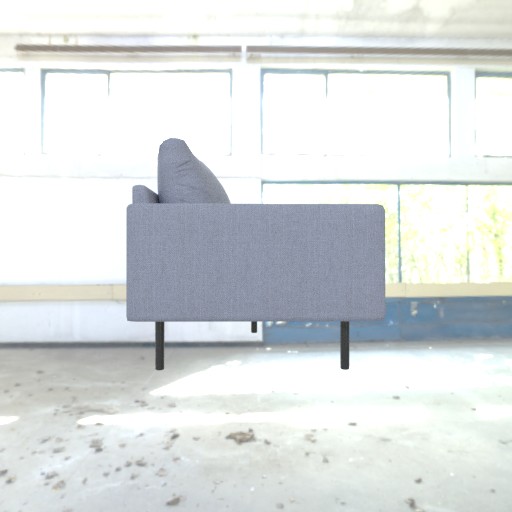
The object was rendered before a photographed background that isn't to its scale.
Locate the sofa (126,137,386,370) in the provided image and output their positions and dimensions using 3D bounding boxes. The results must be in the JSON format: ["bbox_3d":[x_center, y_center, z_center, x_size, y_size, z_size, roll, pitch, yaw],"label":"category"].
[{"bbox_3d":[0.000,0.000,2.401,0.850,0.830,2.000,0,0,-1],"label":"sofa"}]
